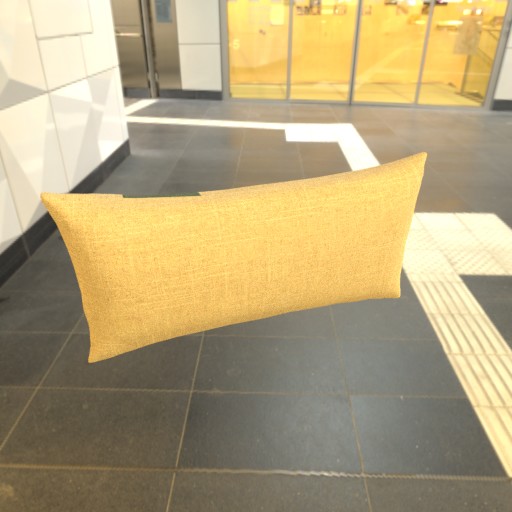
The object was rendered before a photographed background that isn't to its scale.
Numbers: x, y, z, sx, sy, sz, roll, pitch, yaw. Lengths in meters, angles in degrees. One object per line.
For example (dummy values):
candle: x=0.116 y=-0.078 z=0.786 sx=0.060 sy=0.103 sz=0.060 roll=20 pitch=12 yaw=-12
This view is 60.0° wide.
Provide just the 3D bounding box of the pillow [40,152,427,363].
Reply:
pillow: x=0.000 y=0.000 z=1.056 sx=0.859 sy=0.429 sz=0.197 roll=-9 pitch=30 yaw=-16
